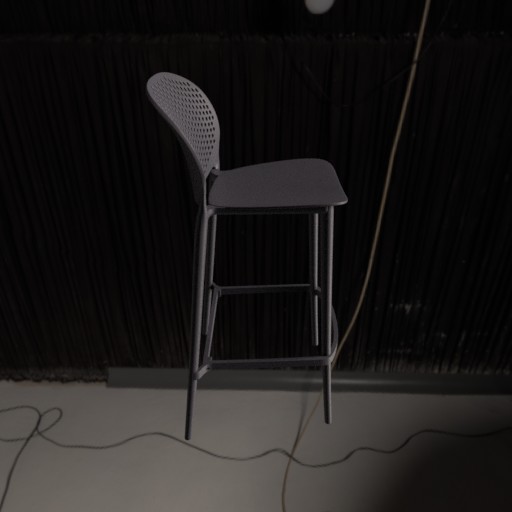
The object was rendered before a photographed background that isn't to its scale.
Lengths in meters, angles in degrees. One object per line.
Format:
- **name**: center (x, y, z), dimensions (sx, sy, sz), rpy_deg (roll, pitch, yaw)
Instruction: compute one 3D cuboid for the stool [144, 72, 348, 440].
- **stool**: center (0.000, 0.000, 1.376), dimensions (0.535, 1.045, 0.536), rpy_deg (0, 30, 0)
